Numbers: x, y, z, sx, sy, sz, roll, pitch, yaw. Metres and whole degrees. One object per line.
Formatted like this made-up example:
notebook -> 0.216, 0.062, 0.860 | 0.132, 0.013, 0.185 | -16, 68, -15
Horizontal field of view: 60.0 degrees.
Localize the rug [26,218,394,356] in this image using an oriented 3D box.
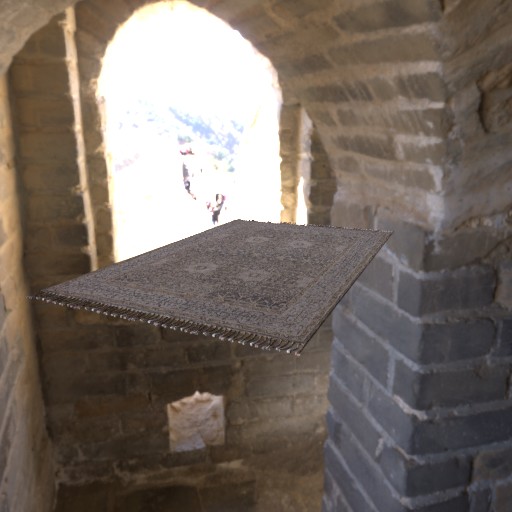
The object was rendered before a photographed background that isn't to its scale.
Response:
rug -> 0.000, 0.000, 2.524 | 1.237, 0.010, 2.029 | 7, 17, 24
